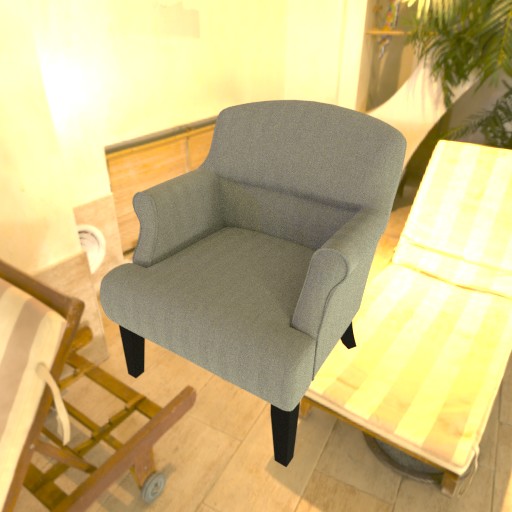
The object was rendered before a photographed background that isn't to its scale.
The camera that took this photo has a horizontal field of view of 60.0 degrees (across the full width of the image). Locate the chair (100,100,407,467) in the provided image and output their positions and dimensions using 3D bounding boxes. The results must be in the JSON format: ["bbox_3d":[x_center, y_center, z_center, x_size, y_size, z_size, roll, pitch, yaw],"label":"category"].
[{"bbox_3d":[0.000,0.000,1.472,0.772,0.880,0.755,19,35,29],"label":"chair"}]
